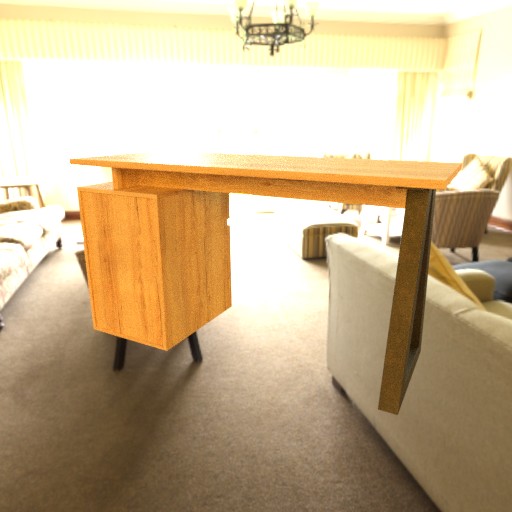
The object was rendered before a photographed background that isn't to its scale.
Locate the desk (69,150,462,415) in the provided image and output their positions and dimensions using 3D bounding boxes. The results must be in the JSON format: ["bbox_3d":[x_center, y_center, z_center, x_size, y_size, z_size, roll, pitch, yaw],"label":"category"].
[{"bbox_3d":[0.000,0.000,1.799,1.400,0.760,0.550,9,19,27],"label":"desk"}]
